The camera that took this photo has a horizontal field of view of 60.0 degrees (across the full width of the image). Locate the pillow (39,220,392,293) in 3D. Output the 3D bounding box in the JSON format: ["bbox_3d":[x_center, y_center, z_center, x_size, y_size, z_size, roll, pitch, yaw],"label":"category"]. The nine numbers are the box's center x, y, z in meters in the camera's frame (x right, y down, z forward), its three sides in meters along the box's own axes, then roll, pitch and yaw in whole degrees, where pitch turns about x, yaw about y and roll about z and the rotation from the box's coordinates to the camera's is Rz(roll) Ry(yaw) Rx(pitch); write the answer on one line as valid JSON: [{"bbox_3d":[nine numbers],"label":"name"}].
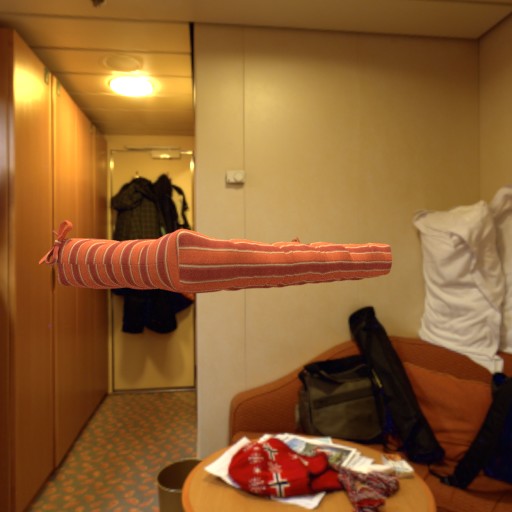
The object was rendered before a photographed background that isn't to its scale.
[{"bbox_3d":[0.000,0.000,1.406,0.511,0.174,1.194,0,0,36],"label":"pillow"}]
